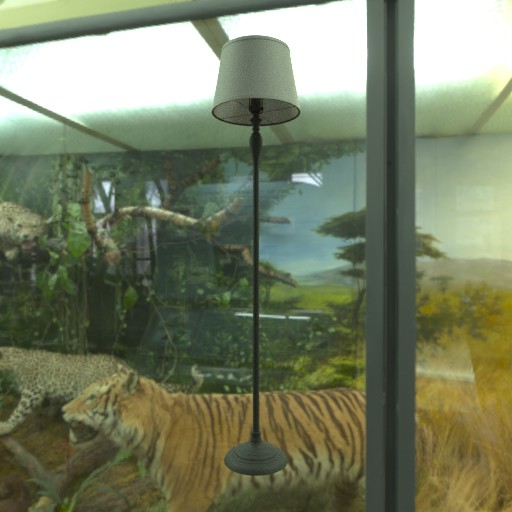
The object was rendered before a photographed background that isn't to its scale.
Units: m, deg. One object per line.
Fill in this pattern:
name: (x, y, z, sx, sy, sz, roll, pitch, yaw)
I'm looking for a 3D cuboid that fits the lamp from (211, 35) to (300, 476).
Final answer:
lamp: (0.000, 0.000, 1.635, 0.327, 1.506, 0.327, 0, 0, -18)
